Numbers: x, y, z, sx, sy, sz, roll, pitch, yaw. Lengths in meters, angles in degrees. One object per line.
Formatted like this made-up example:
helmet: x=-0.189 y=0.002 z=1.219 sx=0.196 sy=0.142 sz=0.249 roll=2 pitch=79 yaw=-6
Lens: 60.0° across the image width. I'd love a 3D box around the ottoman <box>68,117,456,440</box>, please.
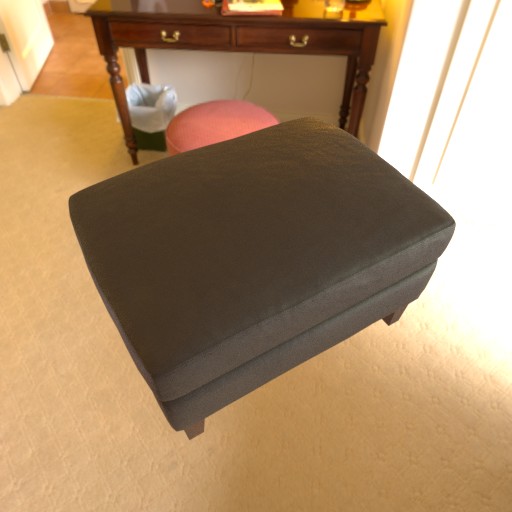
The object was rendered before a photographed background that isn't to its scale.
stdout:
ottoman: x=0.000 y=0.000 z=1.307 sx=0.887 sy=0.529 sz=0.659 roll=-24 pitch=51 yaw=-21
